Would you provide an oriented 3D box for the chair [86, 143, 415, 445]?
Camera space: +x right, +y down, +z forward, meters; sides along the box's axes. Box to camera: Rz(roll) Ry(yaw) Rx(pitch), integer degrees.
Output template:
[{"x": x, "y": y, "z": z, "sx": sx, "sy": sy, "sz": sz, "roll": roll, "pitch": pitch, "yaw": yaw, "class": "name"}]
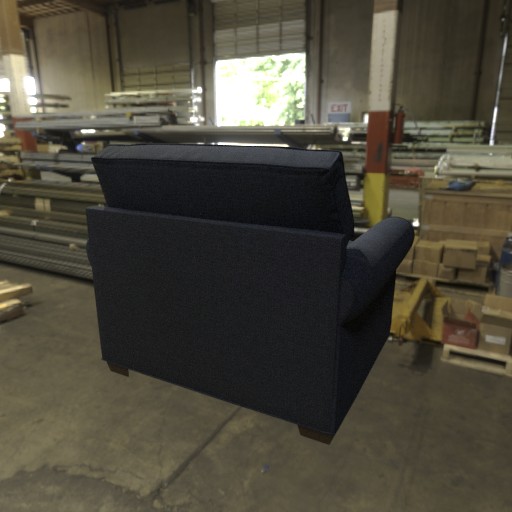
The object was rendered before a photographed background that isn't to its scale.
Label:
[{"x": 0.000, "y": 0.000, "z": 2.081, "sx": 1.285, "sy": 1.044, "sz": 0.963, "roll": 9, "pitch": 18, "yaw": 27, "class": "chair"}]
